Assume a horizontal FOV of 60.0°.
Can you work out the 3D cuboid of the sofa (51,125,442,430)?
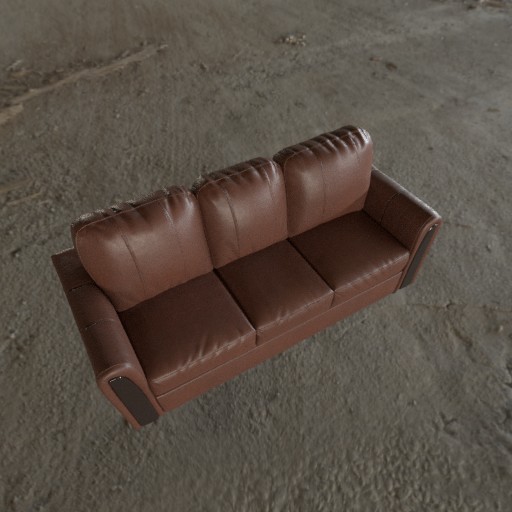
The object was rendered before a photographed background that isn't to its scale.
[{"bbox_3d":[0.000,0.000,2.330,1.862,0.915,0.802,-23,51,-21],"label":"sofa"}]
